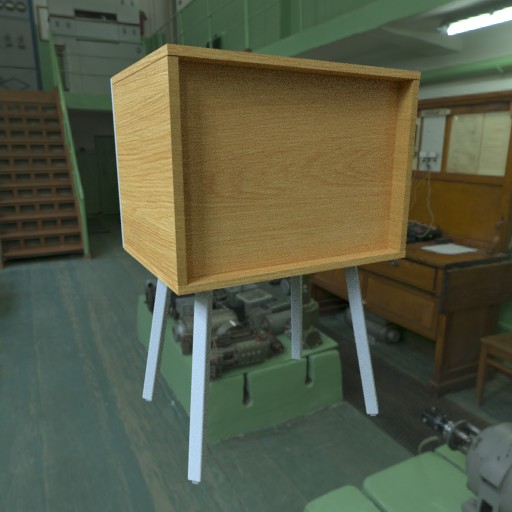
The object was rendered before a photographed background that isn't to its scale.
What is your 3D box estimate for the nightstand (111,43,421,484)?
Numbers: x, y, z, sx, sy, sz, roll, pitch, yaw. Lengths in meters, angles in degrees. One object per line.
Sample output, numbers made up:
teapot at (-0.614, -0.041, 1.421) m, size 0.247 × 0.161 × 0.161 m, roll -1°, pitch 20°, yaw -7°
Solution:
nightstand at (0.000, 0.000, 0.790) m, size 0.400 × 0.601 × 0.316 m, roll -8°, pitch 16°, yaw -28°
